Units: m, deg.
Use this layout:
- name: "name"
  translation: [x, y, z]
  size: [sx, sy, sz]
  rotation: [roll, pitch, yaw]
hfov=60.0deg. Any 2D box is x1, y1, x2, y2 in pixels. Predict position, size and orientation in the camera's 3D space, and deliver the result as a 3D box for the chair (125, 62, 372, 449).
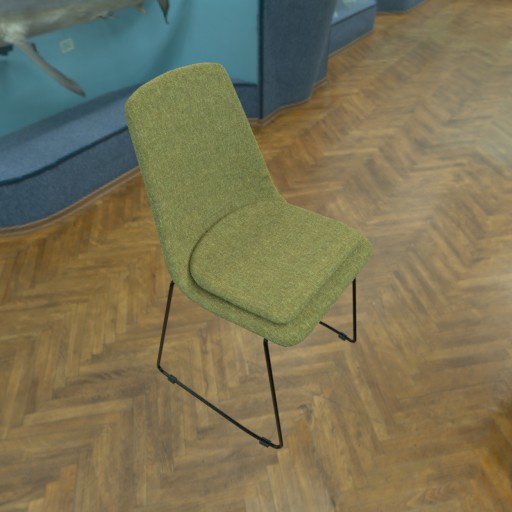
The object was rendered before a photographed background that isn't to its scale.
- name: "chair"
  translation: [0.000, 0.000, 1.161]
  size: [0.496, 0.849, 0.479]
  rotation: [26, 47, 26]
